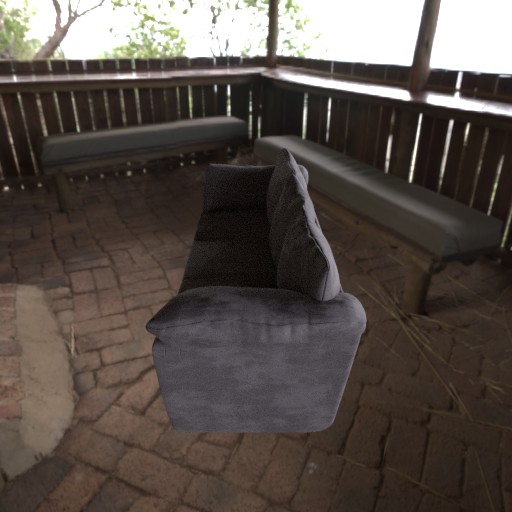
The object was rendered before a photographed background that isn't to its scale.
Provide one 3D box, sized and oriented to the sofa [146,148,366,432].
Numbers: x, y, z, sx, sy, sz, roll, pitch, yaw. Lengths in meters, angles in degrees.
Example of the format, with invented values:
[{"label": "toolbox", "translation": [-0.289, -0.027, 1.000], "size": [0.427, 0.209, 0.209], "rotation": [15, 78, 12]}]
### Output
[{"label": "sofa", "translation": [0.000, 0.000, 2.850], "size": [0.893, 0.981, 2.377], "rotation": [0, 26, 0]}]
